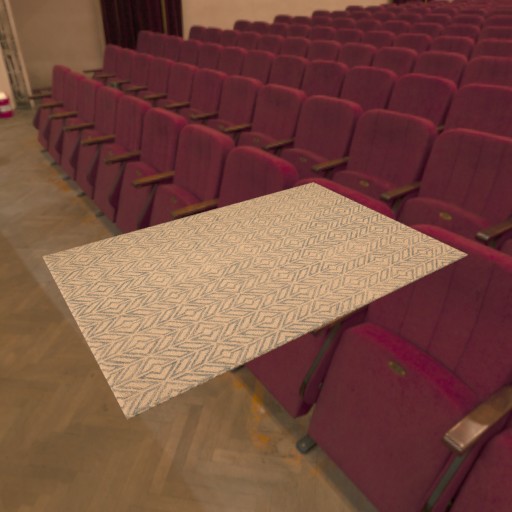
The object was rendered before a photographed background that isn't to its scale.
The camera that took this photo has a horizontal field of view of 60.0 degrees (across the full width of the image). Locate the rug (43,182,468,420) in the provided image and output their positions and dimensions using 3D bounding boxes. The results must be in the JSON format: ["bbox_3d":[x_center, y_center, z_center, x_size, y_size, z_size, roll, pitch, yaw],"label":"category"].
[{"bbox_3d":[0.000,0.000,2.288,1.824,0.008,1.220,-19,36,-29],"label":"rug"}]
